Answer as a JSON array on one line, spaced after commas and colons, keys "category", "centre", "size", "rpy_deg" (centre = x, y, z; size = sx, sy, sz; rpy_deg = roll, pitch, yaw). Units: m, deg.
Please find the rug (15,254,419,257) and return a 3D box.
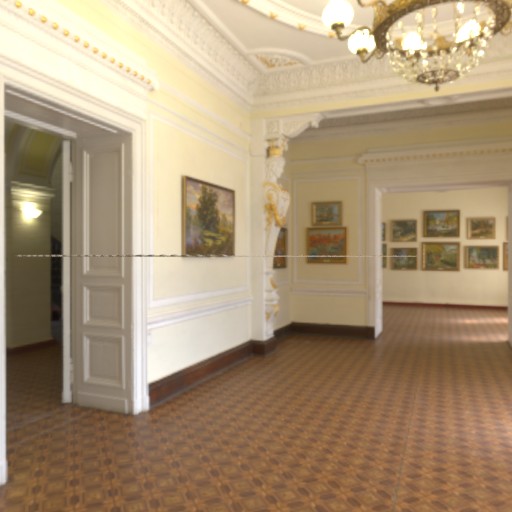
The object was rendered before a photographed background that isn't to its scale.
[{"category": "rug", "centre": [0.000, 0.000, 2.492], "size": [1.222, 0.009, 2.084], "rpy_deg": [0, 0, 36]}]
